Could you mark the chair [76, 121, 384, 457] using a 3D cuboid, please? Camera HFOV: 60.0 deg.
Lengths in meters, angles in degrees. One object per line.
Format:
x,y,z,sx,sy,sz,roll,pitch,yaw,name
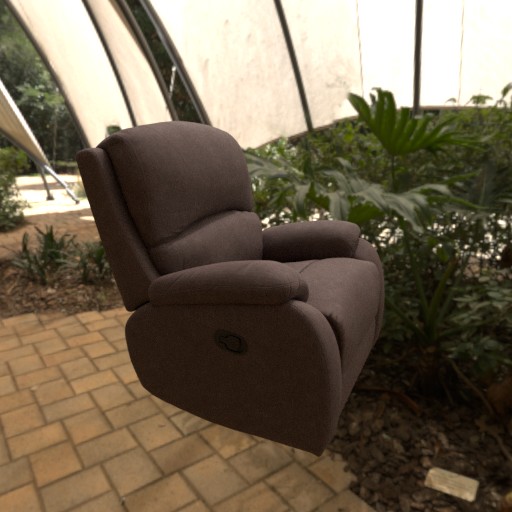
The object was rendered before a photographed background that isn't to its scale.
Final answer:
0.000,0.000,1.723,0.899,1.011,0.930,7,17,24,chair
